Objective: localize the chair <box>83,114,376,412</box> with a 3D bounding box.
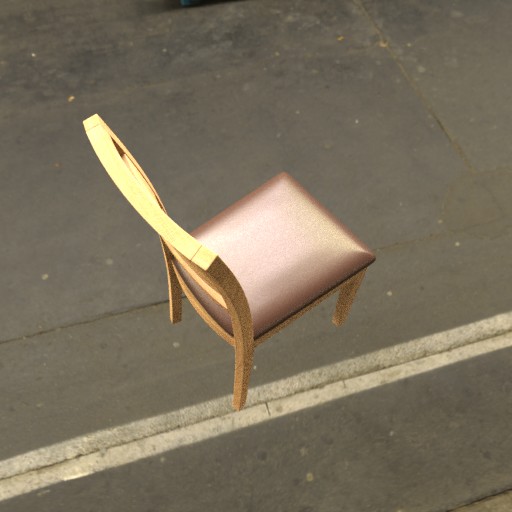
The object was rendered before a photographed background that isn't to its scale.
[{"bbox_3d":[0.000,0.000,1.206,0.545,0.940,0.420,-33,64,-19],"label":"chair"}]
